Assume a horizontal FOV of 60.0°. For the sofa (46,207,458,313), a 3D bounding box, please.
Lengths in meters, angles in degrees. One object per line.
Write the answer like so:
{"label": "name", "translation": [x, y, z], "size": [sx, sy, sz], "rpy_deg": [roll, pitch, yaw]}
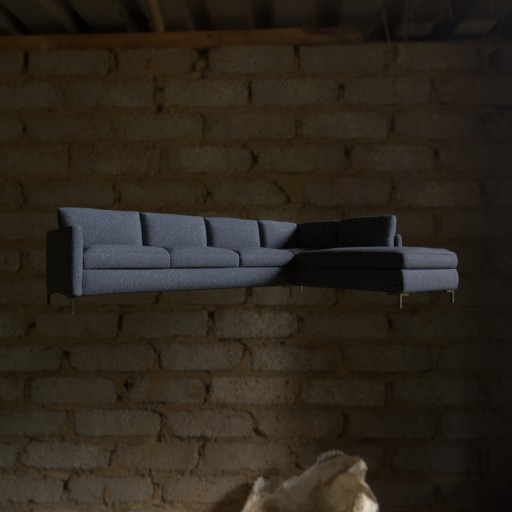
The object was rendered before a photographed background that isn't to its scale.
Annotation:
{"label": "sofa", "translation": [0.000, 0.000, 3.770], "size": [2.949, 0.815, 2.007], "rpy_deg": [0, -1, -37]}
